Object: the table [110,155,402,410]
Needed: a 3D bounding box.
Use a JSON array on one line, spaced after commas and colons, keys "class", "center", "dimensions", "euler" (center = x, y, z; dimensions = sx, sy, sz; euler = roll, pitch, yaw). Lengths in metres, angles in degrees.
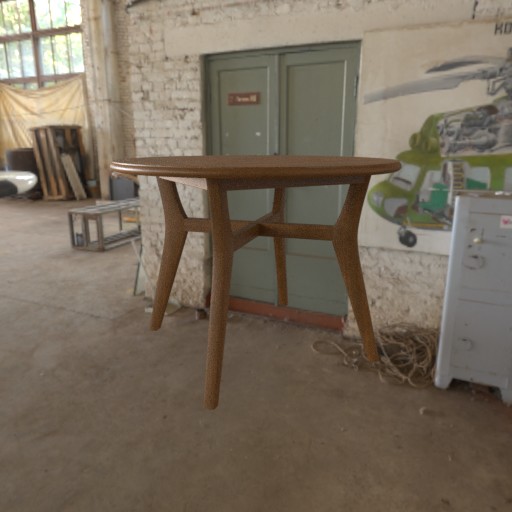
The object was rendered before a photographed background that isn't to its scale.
[{"class": "table", "center": [0.000, 0.000, 1.773], "dimensions": [1.055, 0.757, 1.055], "euler": [0, 14, 0]}]
